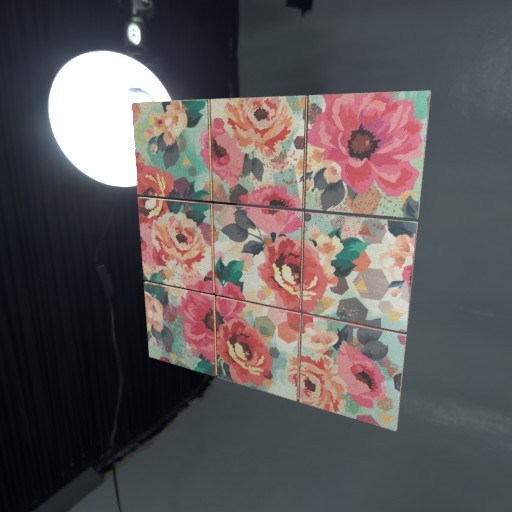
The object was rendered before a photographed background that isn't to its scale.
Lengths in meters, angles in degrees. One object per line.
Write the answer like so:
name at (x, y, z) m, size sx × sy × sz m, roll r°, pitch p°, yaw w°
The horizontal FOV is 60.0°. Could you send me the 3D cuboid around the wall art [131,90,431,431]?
wall art at (0.000, 0.000, 1.349) m, size 0.911 × 0.910 × 0.012 m, roll 8°, pitch 18°, yaw 27°
